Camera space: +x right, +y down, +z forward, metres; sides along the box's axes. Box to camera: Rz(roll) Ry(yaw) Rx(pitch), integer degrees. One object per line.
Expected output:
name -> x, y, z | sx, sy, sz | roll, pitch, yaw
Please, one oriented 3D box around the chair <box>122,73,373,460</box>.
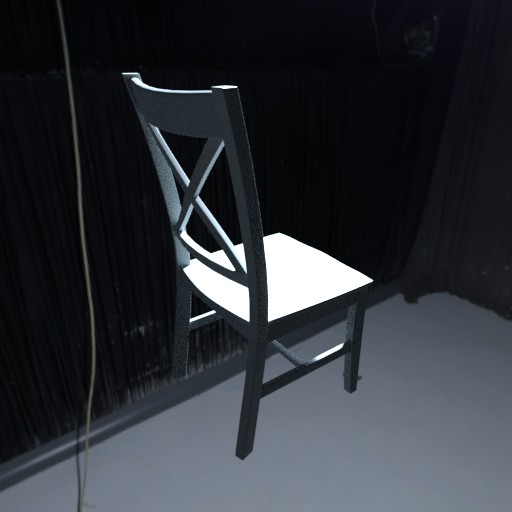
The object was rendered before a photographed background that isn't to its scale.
chair -> 0.000, 0.000, 1.295 | 0.542, 0.983, 0.485 | -17, 31, -32
